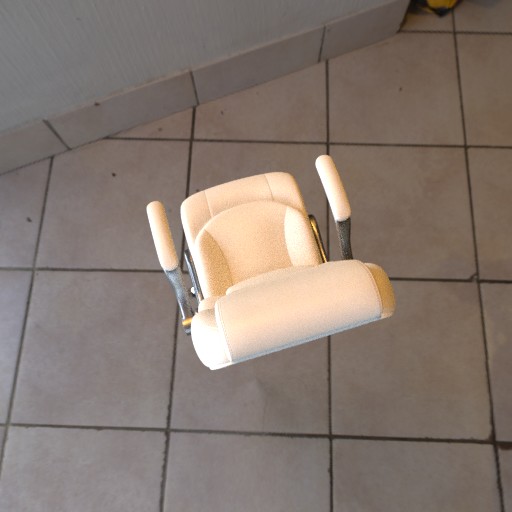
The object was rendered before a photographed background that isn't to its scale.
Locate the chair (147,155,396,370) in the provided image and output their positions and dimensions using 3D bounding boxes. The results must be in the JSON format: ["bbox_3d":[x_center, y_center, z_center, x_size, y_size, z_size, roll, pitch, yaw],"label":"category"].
[{"bbox_3d":[0.000,0.000,1.771,0.755,1.330,0.806,-16,75,-4],"label":"chair"}]
